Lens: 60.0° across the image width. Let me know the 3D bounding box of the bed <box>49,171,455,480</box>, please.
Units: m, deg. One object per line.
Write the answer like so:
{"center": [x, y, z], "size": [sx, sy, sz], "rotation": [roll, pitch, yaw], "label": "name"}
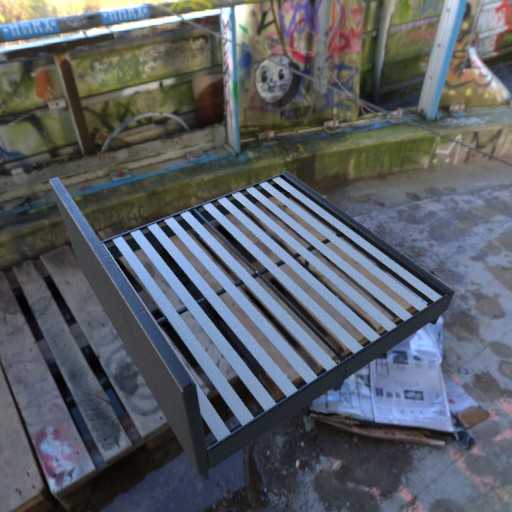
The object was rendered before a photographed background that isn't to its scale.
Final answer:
{"center": [0.000, 0.000, 3.293], "size": [2.152, 1.046, 2.018], "rotation": [-25, 47, -25], "label": "bed"}
